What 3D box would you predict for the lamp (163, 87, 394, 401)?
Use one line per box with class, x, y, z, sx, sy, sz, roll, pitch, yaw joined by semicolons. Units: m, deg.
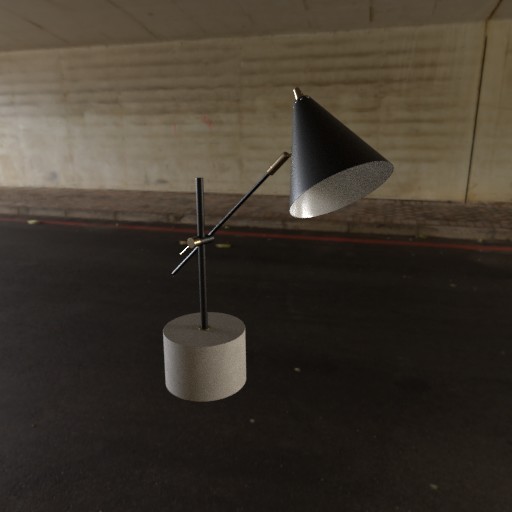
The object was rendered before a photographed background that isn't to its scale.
lamp;0.000;0.000;0.725;0.214;0.518;0.403;-14;21;-41
